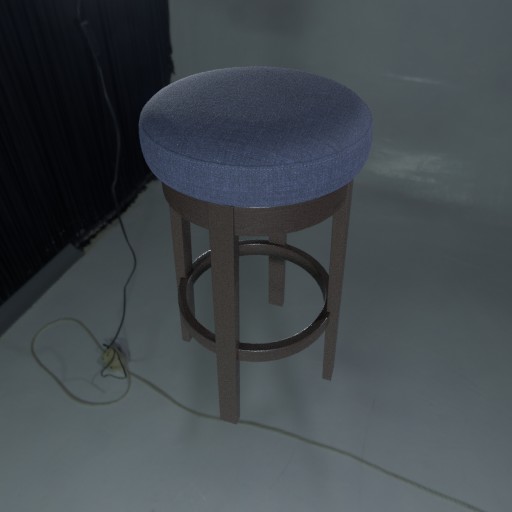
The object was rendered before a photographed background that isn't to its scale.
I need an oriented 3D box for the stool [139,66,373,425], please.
[{"bbox_3d":[0.000,0.000,1.040,0.446,0.758,0.446,0,41,0],"label":"stool"}]
